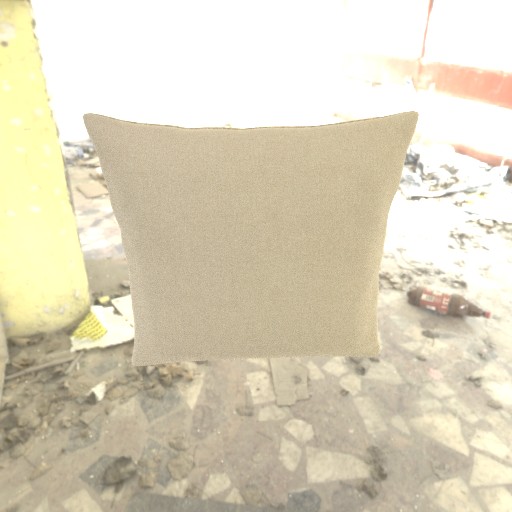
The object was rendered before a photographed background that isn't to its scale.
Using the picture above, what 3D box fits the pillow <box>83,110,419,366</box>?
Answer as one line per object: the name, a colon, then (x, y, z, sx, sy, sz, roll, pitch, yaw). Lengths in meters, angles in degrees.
pillow: (0.000, 0.000, 0.805, 0.523, 0.510, 0.166, -1, 29, -2)
